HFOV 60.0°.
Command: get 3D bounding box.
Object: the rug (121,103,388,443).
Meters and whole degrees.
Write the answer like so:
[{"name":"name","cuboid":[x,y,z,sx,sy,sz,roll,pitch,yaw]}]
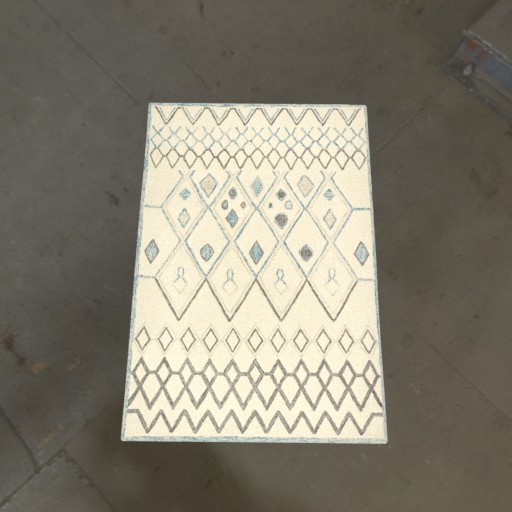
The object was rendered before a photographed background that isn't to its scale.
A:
[{"name":"rug","cuboid":[0.000,0.000,2.329,1.260,0.009,1.820,1,75,0]}]
